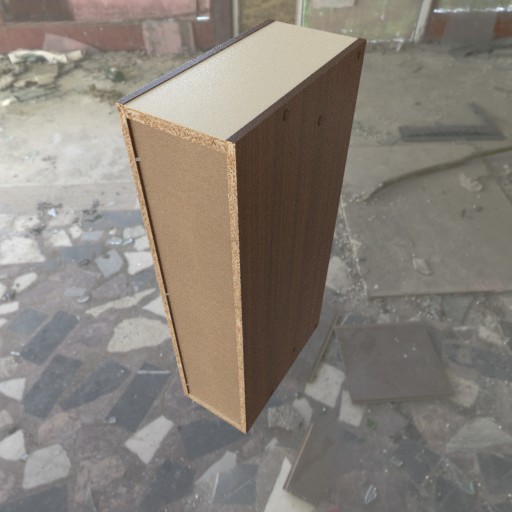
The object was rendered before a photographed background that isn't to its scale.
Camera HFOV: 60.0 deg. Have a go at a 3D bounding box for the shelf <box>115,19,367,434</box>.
[{"bbox_3d":[0.000,0.000,0.708,0.147,0.600,0.290,24,50,22],"label":"shelf"}]
